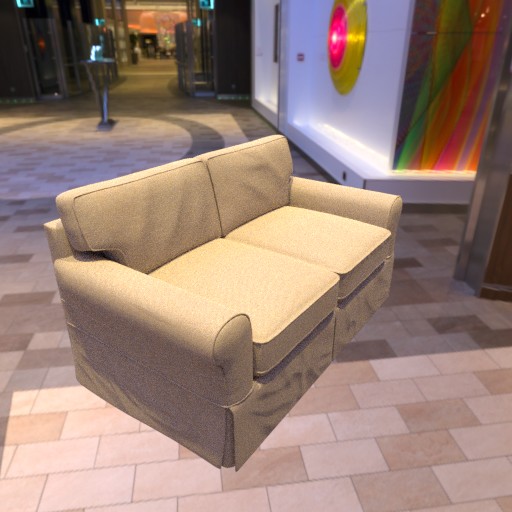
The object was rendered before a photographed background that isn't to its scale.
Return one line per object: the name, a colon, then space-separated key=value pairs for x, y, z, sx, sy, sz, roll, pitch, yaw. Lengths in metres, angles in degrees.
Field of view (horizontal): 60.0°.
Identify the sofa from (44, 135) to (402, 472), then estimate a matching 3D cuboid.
sofa: x=0.000 y=0.000 z=2.293 sx=0.991 sy=0.940 sz=1.727 roll=17 pitch=30 yaw=32
